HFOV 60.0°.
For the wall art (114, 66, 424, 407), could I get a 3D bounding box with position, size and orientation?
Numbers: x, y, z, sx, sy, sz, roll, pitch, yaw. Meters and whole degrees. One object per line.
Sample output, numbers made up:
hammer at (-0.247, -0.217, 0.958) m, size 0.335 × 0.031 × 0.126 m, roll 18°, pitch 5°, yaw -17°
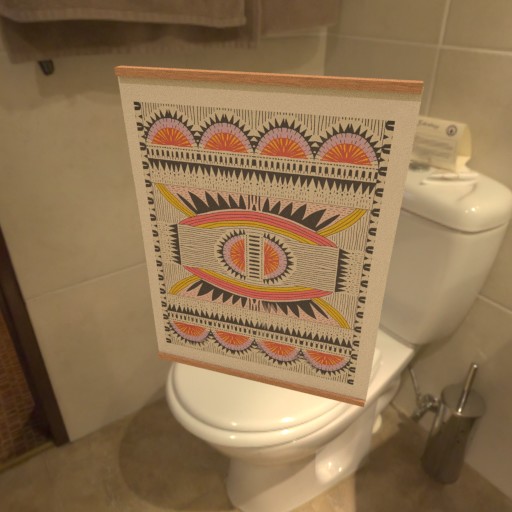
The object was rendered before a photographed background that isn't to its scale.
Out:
wall art at (0.000, 0.000, 1.319) m, size 0.765 × 1.016 × 0.028 m, roll 9°, pitch 32°, yaw 15°
